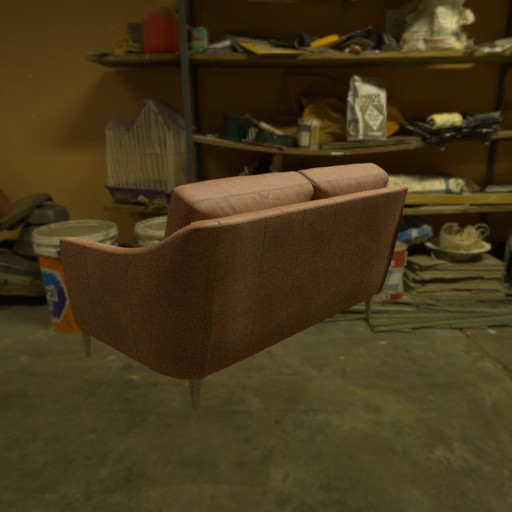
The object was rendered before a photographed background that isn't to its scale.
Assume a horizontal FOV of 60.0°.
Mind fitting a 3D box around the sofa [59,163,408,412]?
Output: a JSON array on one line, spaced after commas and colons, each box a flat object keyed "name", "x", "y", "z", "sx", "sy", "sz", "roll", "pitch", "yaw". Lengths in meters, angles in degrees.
[{"name": "sofa", "x": 0.000, "y": 0.000, "z": 2.277, "sx": 1.619, "sy": 0.902, "sz": 0.960, "roll": -16, "pitch": 22, "yaw": -42}]
